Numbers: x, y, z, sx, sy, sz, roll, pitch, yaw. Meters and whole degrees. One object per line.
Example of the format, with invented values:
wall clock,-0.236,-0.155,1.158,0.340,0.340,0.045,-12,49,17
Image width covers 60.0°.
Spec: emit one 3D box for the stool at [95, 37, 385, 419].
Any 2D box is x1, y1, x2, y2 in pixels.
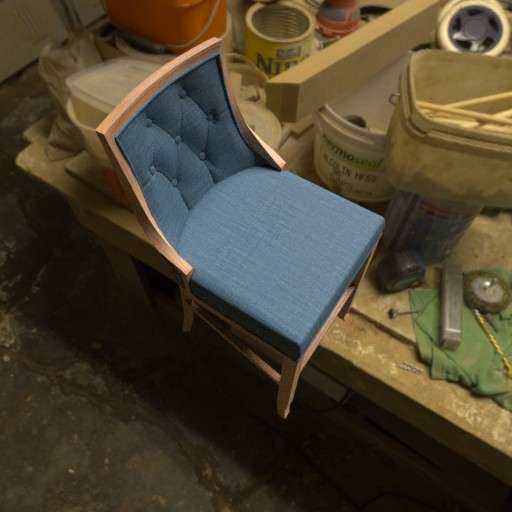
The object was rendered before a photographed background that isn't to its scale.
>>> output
stool,0.000,0.000,1.451,0.626,1.101,0.524,30,62,18
